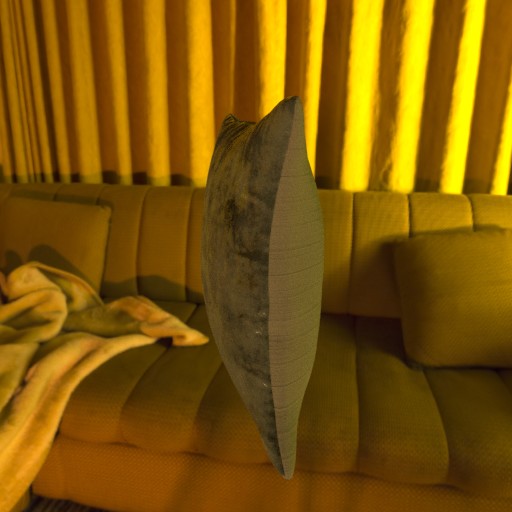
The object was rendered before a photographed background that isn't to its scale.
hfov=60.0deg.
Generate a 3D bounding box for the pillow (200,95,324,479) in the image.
[{"bbox_3d":[0.000,0.000,0.720,0.175,0.464,0.470,-3,15,-10],"label":"pillow"}]
